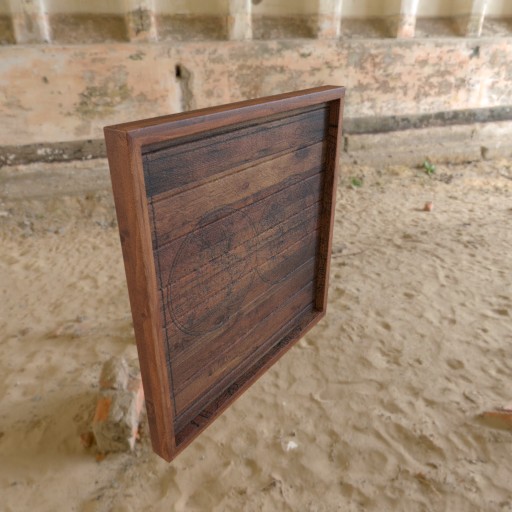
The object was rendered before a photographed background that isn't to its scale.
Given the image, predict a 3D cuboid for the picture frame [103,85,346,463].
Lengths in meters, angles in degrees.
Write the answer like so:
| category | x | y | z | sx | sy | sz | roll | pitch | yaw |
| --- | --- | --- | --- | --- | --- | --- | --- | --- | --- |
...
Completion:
| category | x | y | z | sx | sy | sz | roll | pitch | yaw |
| --- | --- | --- | --- | --- | --- | --- | --- | --- | --- |
| picture frame | 0.000 | 0.000 | 0.534 | 0.028 | 0.356 | 0.352 | 19 | 32 | 32 |
